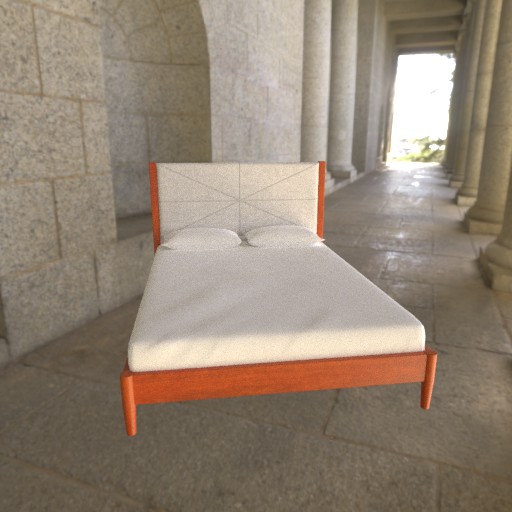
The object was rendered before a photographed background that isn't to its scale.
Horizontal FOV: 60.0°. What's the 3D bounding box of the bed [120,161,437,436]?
[{"bbox_3d":[0.000,0.000,3.068,1.566,1.165,2.117,-2,15,-8],"label":"bed"}]
